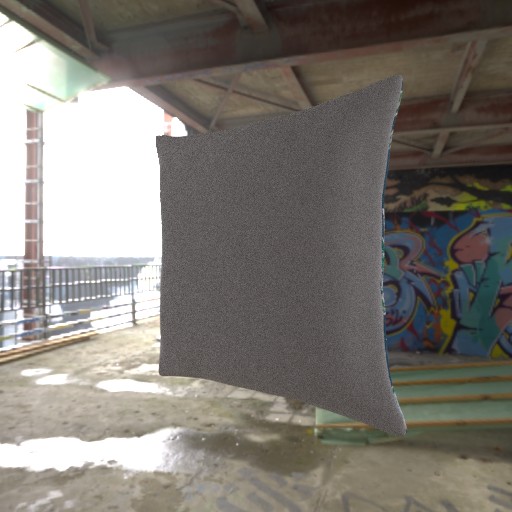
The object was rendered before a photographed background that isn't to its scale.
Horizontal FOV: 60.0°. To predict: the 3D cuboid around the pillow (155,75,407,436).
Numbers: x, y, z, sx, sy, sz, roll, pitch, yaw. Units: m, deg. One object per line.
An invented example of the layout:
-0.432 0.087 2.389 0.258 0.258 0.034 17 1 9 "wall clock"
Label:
0.000 0.000 0.779 0.525 0.508 0.166 0 0 38 "pillow"
